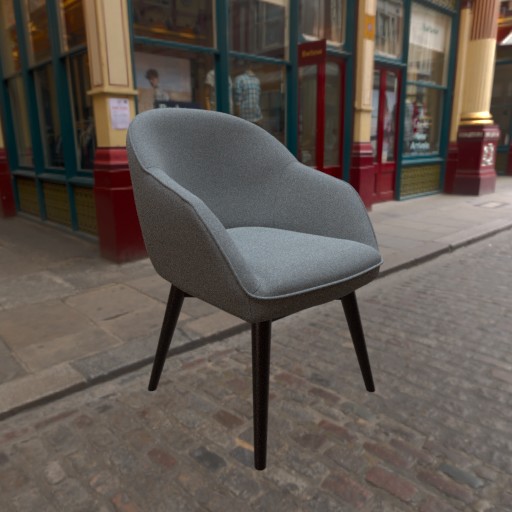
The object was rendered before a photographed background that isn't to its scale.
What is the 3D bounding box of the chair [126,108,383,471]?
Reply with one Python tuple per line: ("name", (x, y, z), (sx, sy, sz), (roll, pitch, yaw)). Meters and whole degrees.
("chair", (0.000, 0.000, 1.232), (0.589, 0.810, 0.611), (-13, 19, -43))
